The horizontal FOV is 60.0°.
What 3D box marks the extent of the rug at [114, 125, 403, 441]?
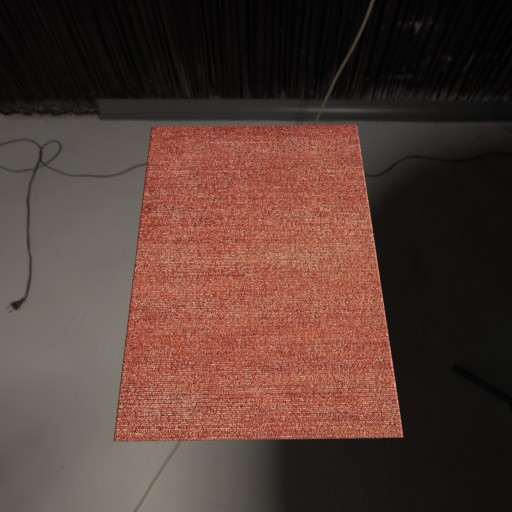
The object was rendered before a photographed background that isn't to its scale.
[{"bbox_3d":[0.000,0.000,5.166,2.803,0.025,3.965,-1,64,0],"label":"rug"}]
